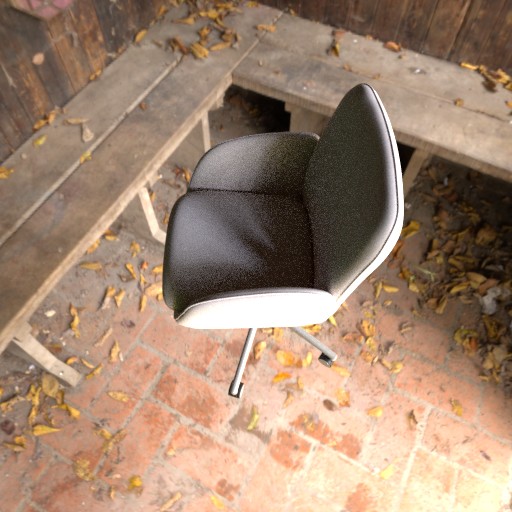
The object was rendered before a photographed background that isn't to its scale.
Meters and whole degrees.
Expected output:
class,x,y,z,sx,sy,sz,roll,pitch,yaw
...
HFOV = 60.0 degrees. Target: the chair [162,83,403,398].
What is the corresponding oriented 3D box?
class,x,y,z,sx,sy,sz,roll,pitch,yaw
chair,0.000,0.000,1.378,0.633,0.959,0.648,-1,59,0
